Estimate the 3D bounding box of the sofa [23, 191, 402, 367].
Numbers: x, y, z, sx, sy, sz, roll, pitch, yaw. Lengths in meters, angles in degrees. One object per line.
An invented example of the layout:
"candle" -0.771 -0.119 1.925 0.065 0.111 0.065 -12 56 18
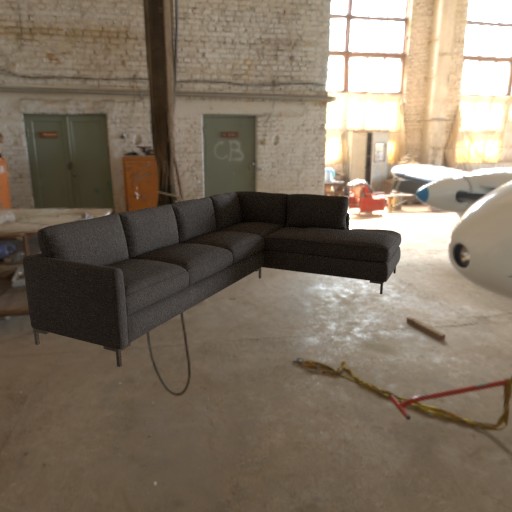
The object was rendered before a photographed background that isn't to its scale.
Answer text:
"sofa" 0.000 0.000 3.774 2.007 0.815 2.949 7 15 25
